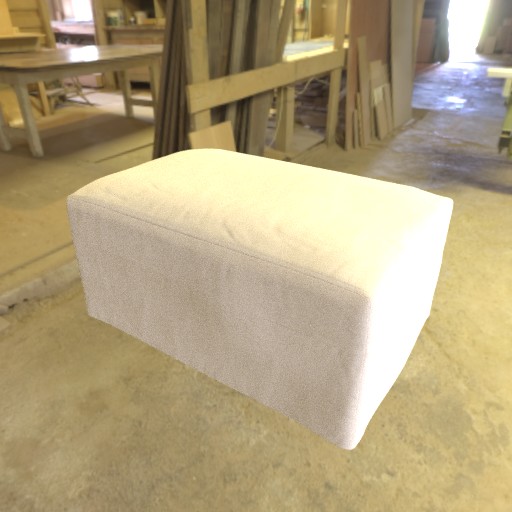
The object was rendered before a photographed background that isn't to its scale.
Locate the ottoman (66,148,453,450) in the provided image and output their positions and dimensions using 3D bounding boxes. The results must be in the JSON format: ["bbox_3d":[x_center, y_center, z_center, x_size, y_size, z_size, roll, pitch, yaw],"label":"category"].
[{"bbox_3d":[0.000,0.000,1.222,0.872,0.444,0.590,18,34,29],"label":"ottoman"}]
